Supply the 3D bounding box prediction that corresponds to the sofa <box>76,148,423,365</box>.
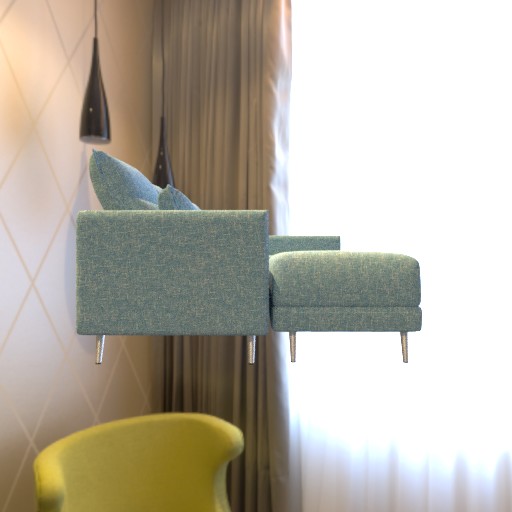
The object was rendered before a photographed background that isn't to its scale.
[{"bbox_3d":[0.000,0.000,2.765,1.420,0.899,2.034,0,0,1],"label":"sofa"}]
